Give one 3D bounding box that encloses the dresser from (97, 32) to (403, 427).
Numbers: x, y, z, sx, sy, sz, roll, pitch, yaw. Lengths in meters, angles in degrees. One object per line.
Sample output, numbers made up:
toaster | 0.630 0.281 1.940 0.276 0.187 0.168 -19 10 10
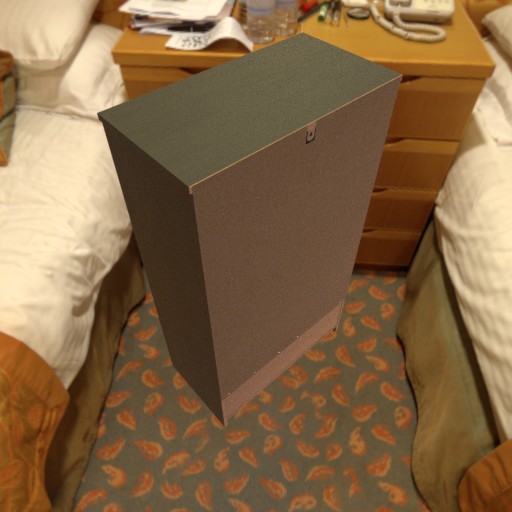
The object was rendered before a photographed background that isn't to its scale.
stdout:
dresser | 0.000 0.000 1.592 0.704 1.255 0.399 -34 56 -26
